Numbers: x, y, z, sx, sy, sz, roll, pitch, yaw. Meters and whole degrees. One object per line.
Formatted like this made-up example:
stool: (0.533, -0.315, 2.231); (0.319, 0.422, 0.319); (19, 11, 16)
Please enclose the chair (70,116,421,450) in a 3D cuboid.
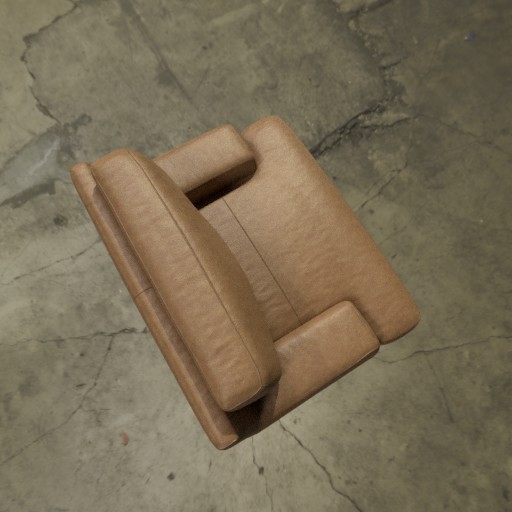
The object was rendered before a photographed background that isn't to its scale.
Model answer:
chair: (0.000, 0.000, 1.988); (1.050, 0.978, 1.276); (-30, 75, -9)
